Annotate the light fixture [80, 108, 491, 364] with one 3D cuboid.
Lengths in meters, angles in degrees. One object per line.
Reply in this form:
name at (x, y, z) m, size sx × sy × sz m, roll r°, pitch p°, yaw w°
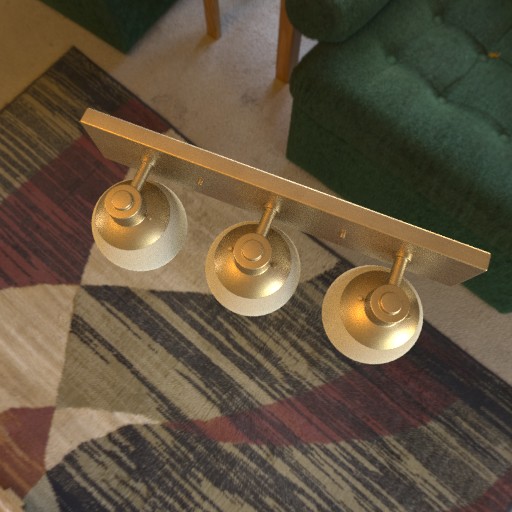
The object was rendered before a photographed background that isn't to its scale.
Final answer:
light fixture at (0.000, 0.000, 0.840) m, size 0.721 × 0.263 × 0.218 m, roll 21°, pitch 76°, yaw 6°
